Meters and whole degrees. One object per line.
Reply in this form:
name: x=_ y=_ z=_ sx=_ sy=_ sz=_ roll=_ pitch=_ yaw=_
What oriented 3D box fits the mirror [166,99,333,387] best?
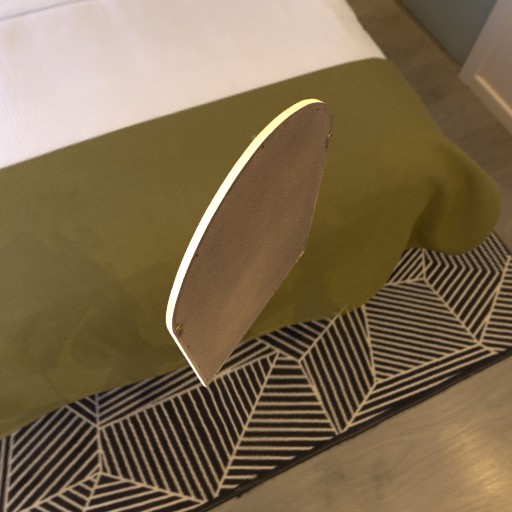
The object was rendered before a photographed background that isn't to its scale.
mirror: x=0.000 y=0.000 z=1.148 sx=0.032 sy=0.915 sz=0.609 roll=32 pitch=69 yaw=14
